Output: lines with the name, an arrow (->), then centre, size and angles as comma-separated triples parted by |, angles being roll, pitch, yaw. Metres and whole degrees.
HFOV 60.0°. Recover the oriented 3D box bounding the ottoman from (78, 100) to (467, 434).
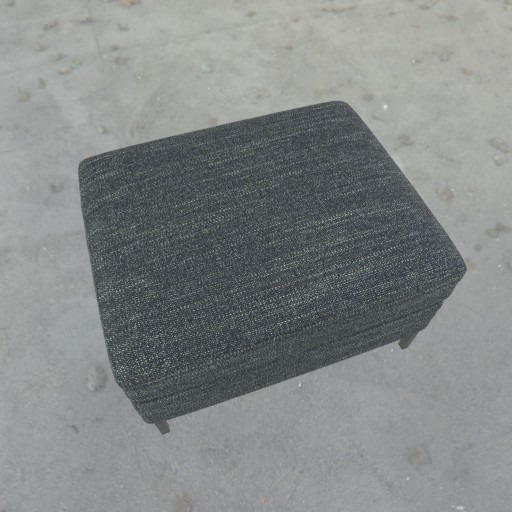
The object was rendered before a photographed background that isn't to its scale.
ottoman -> 0.000, 0.000, 1.240 | 0.814, 0.491, 0.667 | -16, 57, -11
